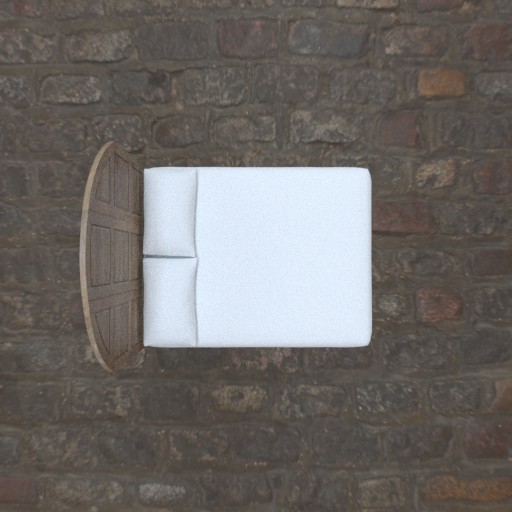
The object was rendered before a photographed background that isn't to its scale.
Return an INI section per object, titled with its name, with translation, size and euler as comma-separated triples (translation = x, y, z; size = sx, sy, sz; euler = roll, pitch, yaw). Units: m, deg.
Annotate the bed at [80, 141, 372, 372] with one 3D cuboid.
[bed]
translation = 0.000, 0.000, 3.573
size = 2.112, 2.002, 1.713
euler = 0, 90, 0
